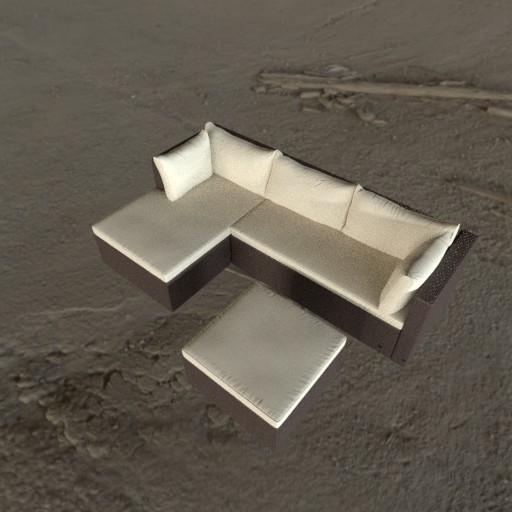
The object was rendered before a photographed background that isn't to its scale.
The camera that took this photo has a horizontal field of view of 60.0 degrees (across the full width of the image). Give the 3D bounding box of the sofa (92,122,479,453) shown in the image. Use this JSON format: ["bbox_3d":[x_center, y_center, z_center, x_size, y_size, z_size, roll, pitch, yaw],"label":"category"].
[{"bbox_3d":[0.000,0.000,2.902,2.192,0.766,1.612,30,52,27],"label":"sofa"}]
